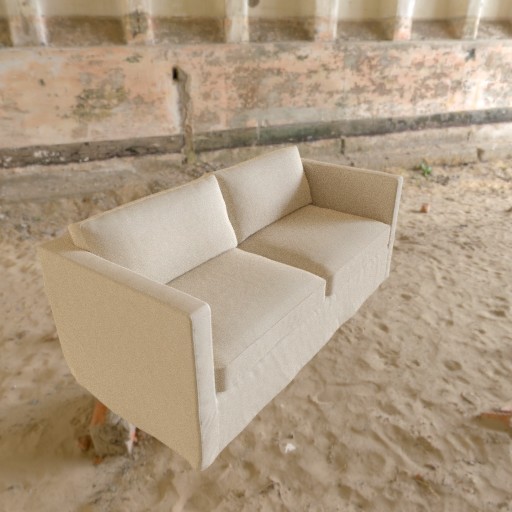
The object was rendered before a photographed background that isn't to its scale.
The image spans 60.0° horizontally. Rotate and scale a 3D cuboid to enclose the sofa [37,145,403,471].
[{"bbox_3d":[0.000,0.000,2.493,0.940,0.870,1.987,18,32,32],"label":"sofa"}]
